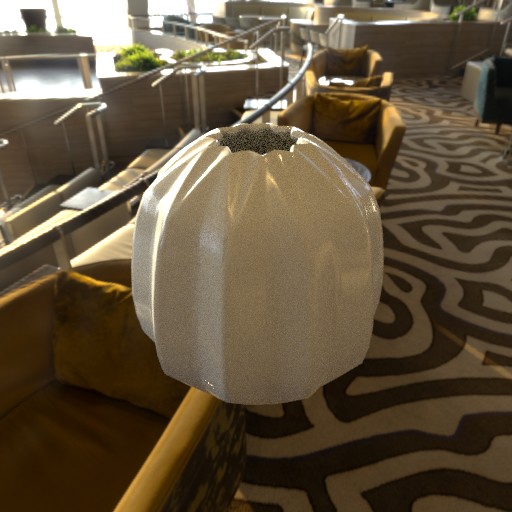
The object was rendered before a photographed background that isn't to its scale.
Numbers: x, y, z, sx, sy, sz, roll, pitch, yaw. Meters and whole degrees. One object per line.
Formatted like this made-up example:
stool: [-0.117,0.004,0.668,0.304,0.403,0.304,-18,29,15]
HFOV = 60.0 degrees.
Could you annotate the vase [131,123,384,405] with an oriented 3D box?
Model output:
vase: [0.000,0.000,0.247,0.139,0.134,0.139,0,32,0]
